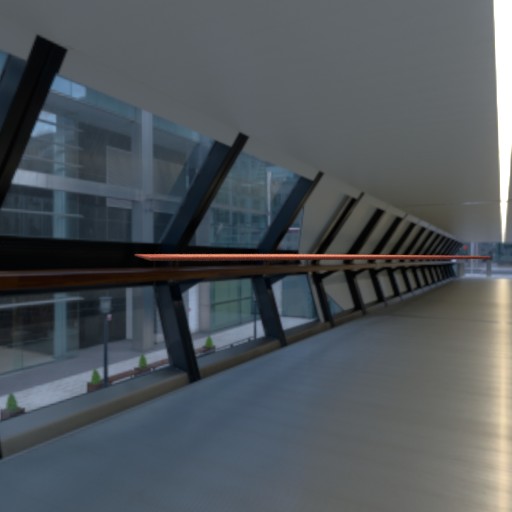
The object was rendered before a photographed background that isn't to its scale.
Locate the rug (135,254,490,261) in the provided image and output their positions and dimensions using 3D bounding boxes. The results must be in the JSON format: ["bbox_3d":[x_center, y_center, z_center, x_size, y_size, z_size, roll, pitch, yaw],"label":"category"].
[{"bbox_3d":[0.000,0.000,2.985,1.524,0.014,2.438,0,0,-16],"label":"rug"}]
